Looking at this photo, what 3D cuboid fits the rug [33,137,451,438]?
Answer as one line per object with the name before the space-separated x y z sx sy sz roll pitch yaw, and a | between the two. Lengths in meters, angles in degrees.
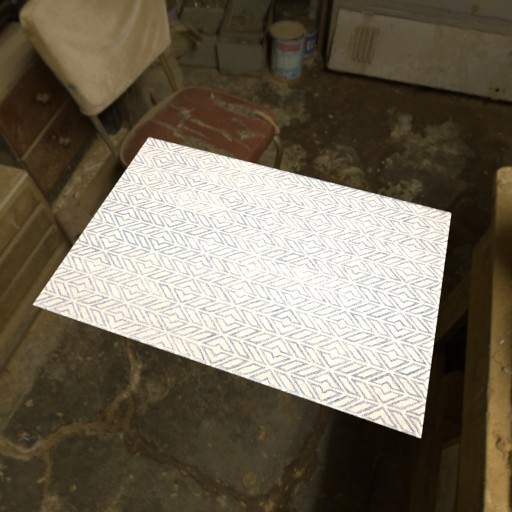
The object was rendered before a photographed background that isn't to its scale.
rug | 0.000 0.000 2.260 1.824 0.008 1.220 16 58 10
